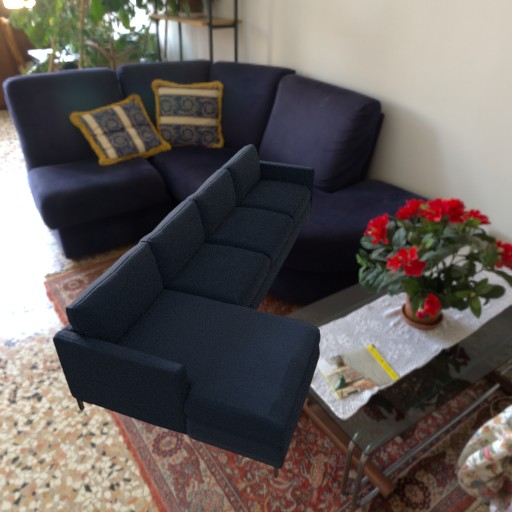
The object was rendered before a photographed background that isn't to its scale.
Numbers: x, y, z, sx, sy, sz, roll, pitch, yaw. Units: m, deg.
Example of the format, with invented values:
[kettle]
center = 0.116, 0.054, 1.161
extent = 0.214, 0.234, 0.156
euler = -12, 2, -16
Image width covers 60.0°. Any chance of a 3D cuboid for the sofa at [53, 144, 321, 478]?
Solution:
[sofa]
center = 0.000, 0.000, 2.886
extent = 1.128, 0.679, 2.450
euler = 11, 35, 16
